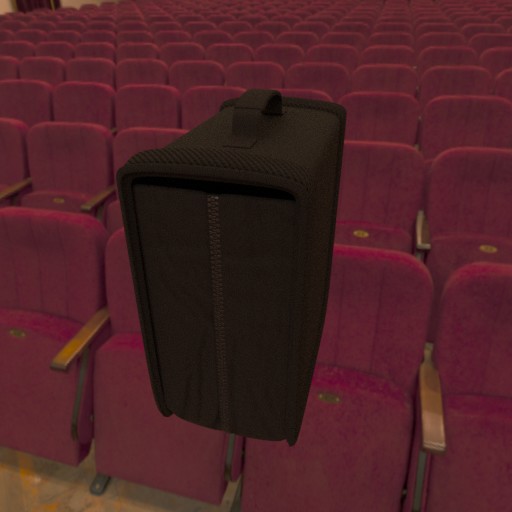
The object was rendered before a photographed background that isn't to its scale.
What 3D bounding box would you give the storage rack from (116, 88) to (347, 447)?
[{"bbox_3d":[0.000,0.000,0.547,0.168,0.387,0.297,8,31,13],"label":"storage rack"}]
